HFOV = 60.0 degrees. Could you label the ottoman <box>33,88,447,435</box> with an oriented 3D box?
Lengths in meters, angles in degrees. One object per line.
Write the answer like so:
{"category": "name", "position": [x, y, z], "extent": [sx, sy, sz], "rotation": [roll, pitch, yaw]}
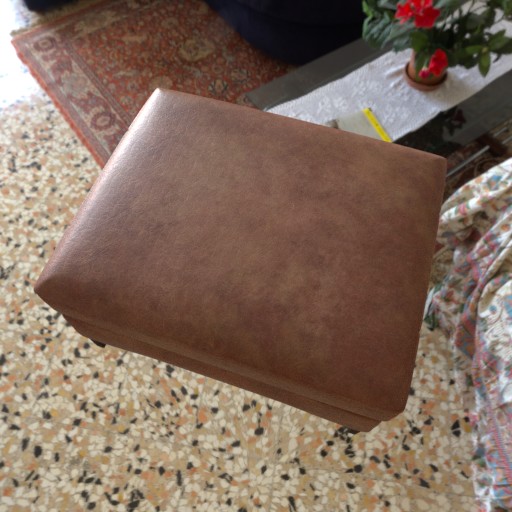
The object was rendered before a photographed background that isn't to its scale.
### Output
{"category": "ottoman", "position": [0.000, 0.000, 1.738], "extent": [1.186, 0.667, 0.965], "rotation": [16, 64, 8]}
